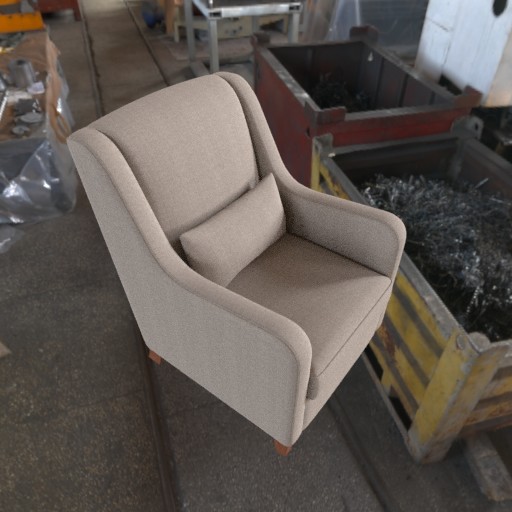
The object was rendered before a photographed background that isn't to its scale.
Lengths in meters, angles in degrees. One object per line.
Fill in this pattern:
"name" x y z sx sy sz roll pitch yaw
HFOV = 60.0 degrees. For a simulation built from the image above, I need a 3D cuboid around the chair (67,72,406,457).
"chair" 0.000 0.000 1.618 0.890 1.017 0.715 27 48 27
